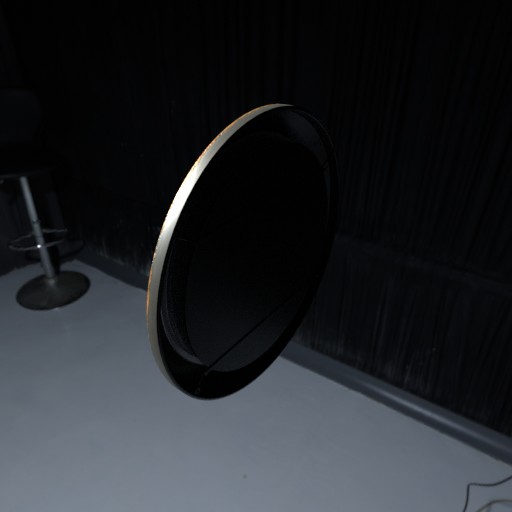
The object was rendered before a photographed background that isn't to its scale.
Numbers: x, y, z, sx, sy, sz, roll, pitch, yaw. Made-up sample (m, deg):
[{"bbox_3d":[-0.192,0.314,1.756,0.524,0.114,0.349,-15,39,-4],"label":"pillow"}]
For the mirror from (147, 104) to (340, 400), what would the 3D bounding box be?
[{"bbox_3d":[0.000,0.000,1.379,0.111,0.907,0.907,21,37,31],"label":"mirror"}]
